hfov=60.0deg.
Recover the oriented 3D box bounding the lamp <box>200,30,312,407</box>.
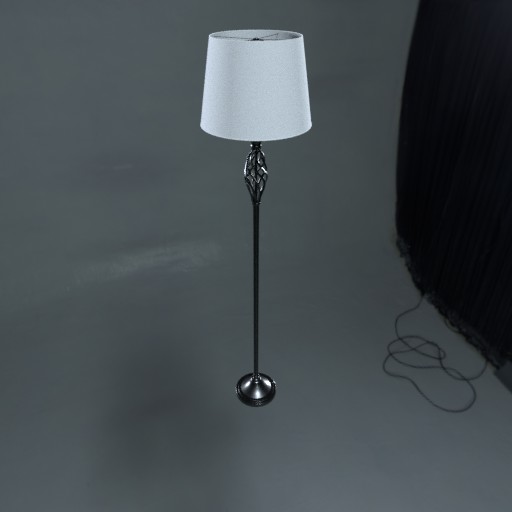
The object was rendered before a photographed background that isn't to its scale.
[{"bbox_3d":[0.000,0.000,1.808,0.379,1.623,0.379,0,33,0],"label":"lamp"}]
